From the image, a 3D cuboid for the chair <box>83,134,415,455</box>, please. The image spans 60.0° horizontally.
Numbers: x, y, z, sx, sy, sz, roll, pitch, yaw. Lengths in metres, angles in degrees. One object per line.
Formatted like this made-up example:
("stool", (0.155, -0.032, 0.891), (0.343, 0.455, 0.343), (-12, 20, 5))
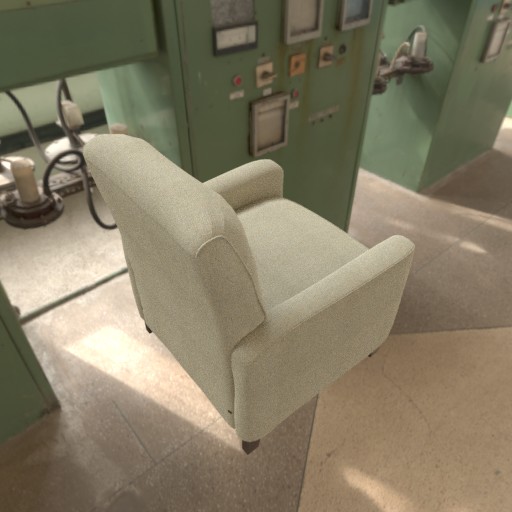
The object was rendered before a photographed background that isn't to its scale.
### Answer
("chair", (0.000, 0.000, 1.633), (0.853, 1.006, 0.850), (-28, 48, -29))
